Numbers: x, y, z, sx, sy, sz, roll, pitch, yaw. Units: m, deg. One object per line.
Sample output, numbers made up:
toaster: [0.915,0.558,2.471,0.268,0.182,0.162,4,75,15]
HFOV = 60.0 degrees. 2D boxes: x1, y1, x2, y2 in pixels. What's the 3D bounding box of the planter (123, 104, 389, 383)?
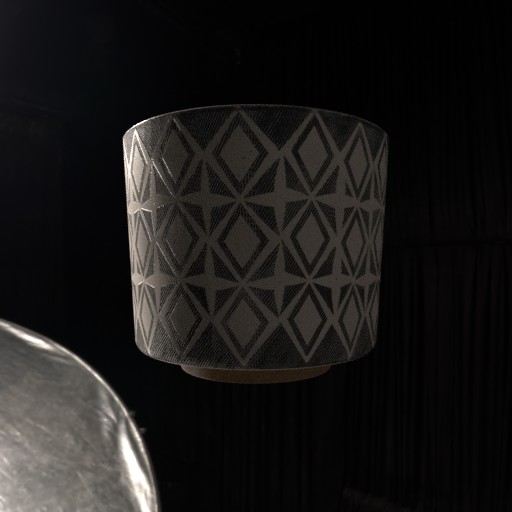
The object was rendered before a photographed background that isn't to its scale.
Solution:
planter: [0.000,0.000,0.452,0.260,0.220,0.260,0,-1,0]
